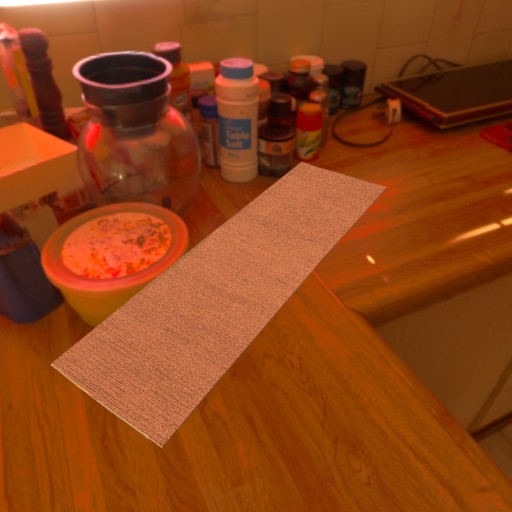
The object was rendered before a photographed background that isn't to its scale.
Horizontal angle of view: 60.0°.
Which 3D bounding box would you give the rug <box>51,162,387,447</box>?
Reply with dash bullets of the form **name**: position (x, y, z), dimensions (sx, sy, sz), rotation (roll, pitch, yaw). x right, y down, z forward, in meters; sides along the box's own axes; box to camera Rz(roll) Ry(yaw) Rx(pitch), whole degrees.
- **rug**: position (0.000, 0.000, 2.597), dimensions (0.692, 0.032, 2.320), rotation (24, 46, 25)
